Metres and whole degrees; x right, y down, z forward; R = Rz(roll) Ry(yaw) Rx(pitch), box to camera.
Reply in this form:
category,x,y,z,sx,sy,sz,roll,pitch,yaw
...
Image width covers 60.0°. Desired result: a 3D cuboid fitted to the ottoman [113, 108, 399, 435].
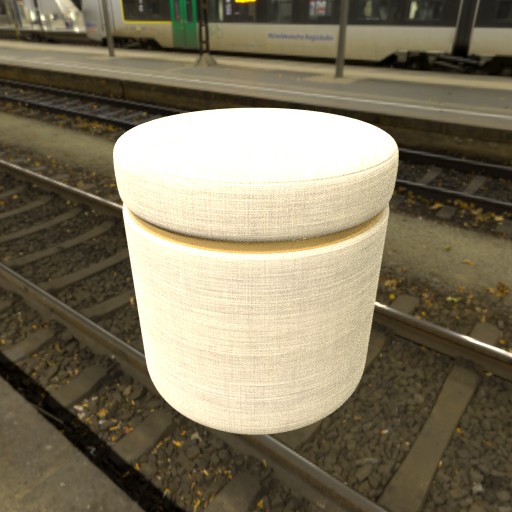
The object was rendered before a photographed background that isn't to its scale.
category,x,y,z,sx,sy,sz,roll,pitch,yaw
ottoman,0.000,0.000,0.731,0.400,0.406,0.400,0,29,0
